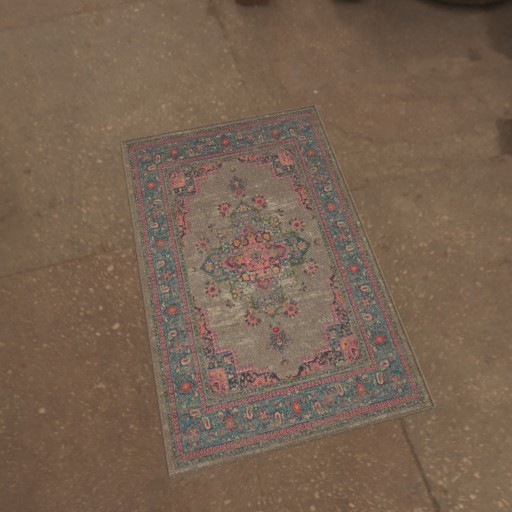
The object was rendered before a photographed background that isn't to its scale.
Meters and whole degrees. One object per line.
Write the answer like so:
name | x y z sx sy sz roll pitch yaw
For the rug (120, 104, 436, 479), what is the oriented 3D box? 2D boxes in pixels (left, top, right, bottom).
rug | 0.000 0.000 2.180 1.144 0.014 1.748 -12 65 -6
